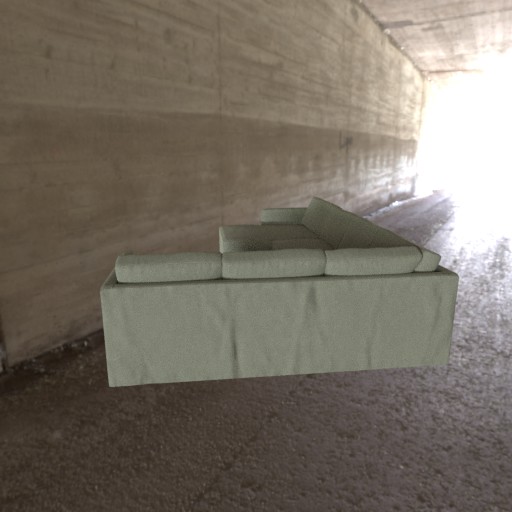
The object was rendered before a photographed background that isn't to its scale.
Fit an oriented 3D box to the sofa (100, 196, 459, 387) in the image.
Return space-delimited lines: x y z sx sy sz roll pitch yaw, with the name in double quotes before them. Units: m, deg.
"sofa" 0.000 0.000 4.622 2.440 0.869 3.434 -2 14 -7
